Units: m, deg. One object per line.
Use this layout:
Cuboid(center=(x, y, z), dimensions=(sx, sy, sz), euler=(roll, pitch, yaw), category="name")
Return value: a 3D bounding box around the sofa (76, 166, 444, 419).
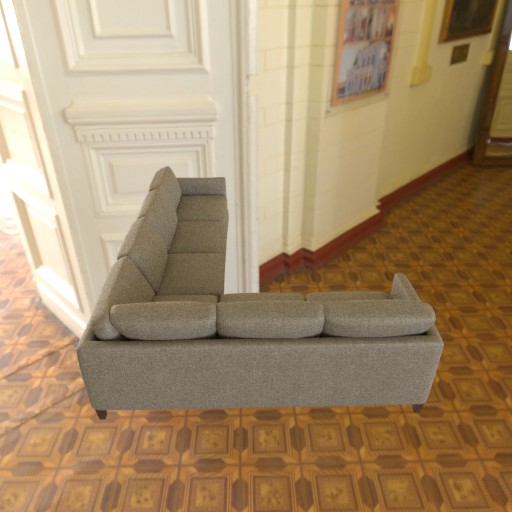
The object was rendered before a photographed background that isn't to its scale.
Cuboid(center=(0.000, 0.000, 4.562), dimensions=(2.593, 0.947, 3.302), euler=(-1, 31, -1), category="sofa")
